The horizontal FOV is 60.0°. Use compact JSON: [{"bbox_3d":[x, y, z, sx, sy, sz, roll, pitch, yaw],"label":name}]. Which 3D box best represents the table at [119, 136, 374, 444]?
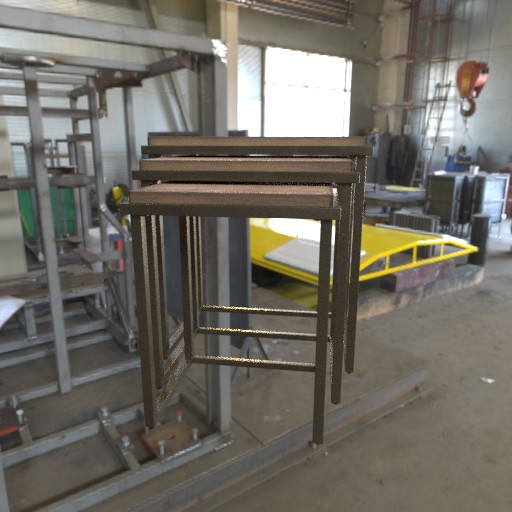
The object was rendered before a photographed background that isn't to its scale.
[{"bbox_3d":[0.000,0.000,1.173,0.559,0.610,0.706,2,15,8],"label":"table"}]
